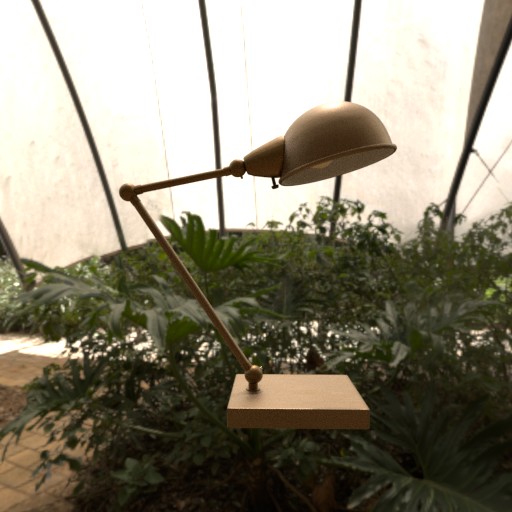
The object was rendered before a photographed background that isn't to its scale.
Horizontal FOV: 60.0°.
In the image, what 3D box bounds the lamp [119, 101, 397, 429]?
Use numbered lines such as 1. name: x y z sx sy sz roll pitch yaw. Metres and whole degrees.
1. lamp: 0.000 0.000 0.547 0.339 0.371 0.149 0 0 2
